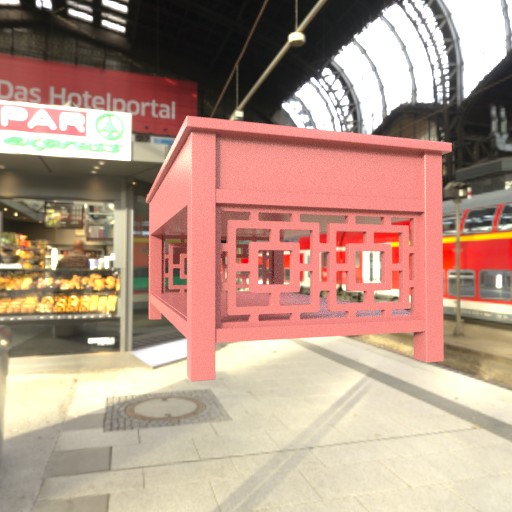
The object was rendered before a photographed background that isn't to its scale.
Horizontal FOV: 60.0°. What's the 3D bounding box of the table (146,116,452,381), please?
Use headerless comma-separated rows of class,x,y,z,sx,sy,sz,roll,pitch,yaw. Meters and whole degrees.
table,0.000,0.000,1.414,0.612,0.493,1.068,0,-1,-18
